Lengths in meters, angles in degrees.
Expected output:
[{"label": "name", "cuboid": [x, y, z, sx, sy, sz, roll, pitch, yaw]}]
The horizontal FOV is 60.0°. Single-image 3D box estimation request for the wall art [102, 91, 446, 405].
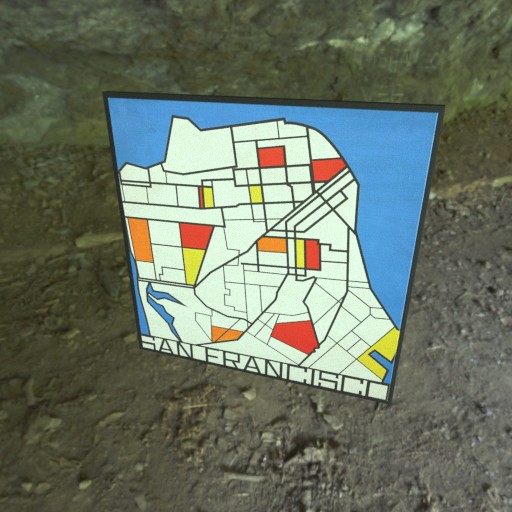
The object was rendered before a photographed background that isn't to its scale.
[{"label": "wall art", "cuboid": [0.000, 0.000, 0.675, 0.458, 0.457, 0.013, 8, 28, 16]}]
